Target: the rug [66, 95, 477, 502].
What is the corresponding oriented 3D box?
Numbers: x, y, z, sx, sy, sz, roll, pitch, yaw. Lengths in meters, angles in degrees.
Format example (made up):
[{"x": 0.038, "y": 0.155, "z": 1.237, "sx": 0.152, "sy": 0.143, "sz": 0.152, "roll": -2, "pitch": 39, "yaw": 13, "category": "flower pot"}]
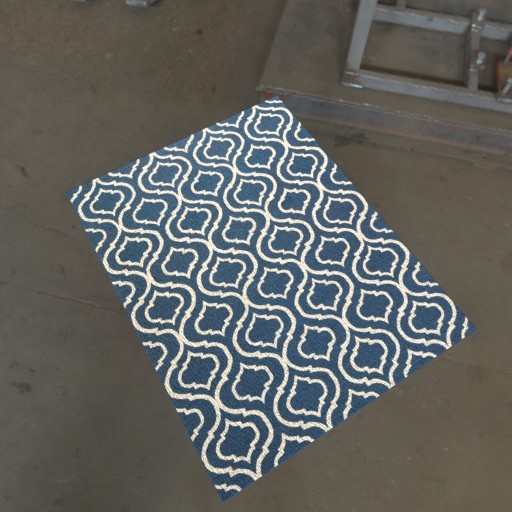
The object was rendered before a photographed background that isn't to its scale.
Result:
[{"x": 0.000, "y": 0.000, "z": 3.726, "sx": 2.270, "sy": 0.020, "sz": 2.881, "roll": -29, "pitch": 67, "yaw": -13, "category": "rug"}]
